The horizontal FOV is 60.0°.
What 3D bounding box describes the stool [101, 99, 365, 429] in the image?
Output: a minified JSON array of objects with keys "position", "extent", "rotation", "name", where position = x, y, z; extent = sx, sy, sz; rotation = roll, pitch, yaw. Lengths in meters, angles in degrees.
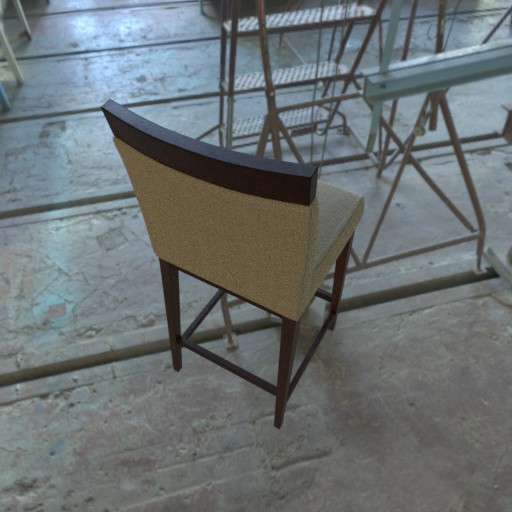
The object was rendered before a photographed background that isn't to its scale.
[{"position":[0.000,0.000,1.272],"extent":[0.463,1.011,0.480],"rotation":[23,51,20],"name":"stool"}]
